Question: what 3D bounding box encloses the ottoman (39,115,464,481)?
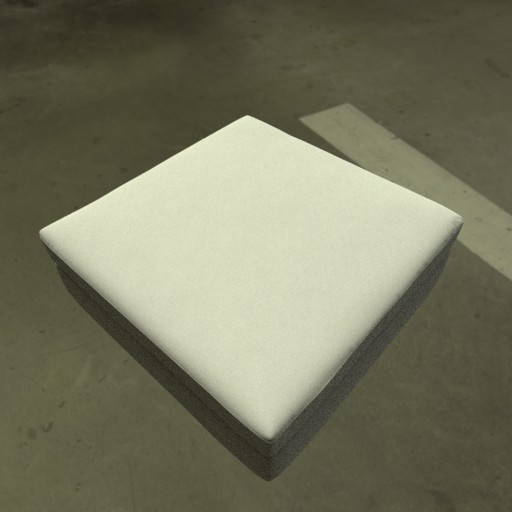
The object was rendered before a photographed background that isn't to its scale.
[{"bbox_3d":[0.000,0.000,1.766,1.167,0.482,1.163,33,55,27],"label":"ottoman"}]
